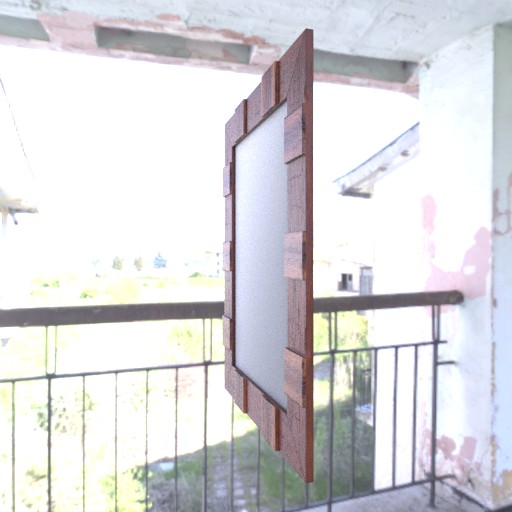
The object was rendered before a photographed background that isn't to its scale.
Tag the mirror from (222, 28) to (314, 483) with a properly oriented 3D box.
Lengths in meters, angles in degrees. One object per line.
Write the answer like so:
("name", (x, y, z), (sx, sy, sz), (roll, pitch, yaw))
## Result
("mirror", (0.000, 0.000, 1.070), (0.021, 0.805, 0.600), (0, 0, -18))
